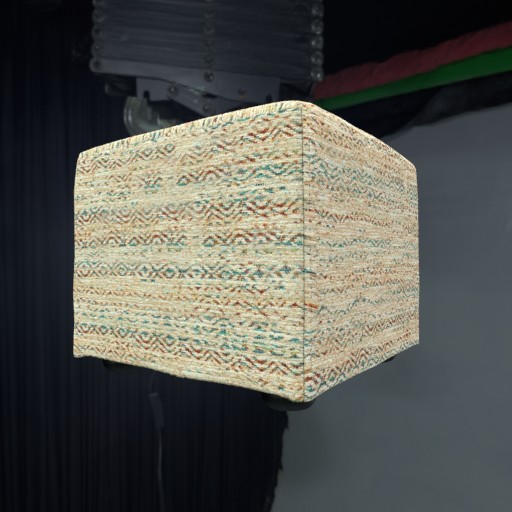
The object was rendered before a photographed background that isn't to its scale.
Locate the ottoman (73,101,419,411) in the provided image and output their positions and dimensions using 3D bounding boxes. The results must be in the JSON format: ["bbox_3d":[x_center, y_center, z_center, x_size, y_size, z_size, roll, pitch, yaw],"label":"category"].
[{"bbox_3d":[0.000,0.000,0.905,0.521,0.453,0.512,-1,-1,36],"label":"ottoman"}]
